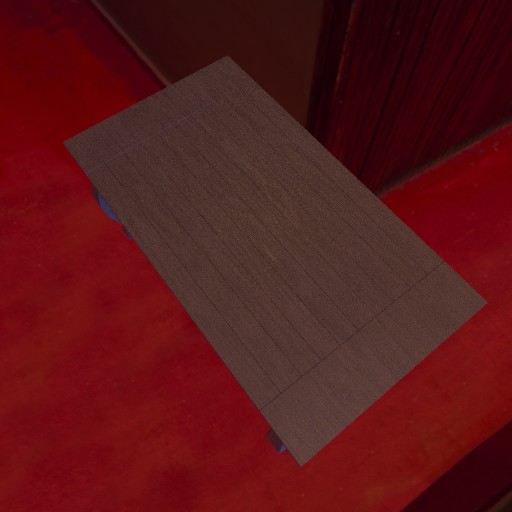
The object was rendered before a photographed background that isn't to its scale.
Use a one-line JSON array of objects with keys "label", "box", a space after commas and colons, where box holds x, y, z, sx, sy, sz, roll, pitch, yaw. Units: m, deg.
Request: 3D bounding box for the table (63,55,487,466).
[{"label": "table", "box": [0.000, 0.000, 1.390, 0.600, 0.494, 1.062, -35, 69, -15]}]
